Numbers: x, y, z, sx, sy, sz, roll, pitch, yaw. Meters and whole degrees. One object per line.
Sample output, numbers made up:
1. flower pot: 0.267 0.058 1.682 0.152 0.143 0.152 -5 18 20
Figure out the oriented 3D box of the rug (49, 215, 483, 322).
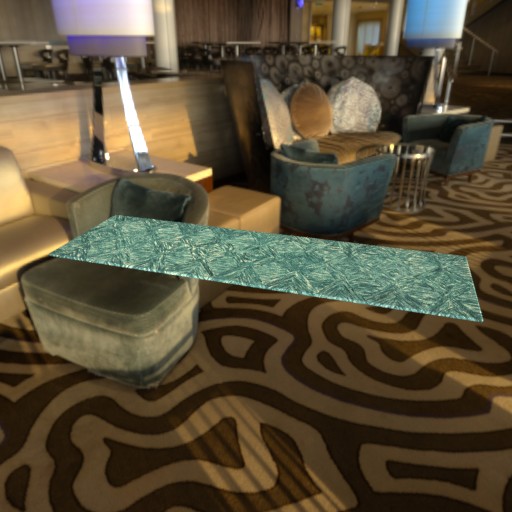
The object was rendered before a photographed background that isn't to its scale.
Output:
1. rug: 0.000 0.000 2.529 2.286 0.016 0.676 8 27 16
